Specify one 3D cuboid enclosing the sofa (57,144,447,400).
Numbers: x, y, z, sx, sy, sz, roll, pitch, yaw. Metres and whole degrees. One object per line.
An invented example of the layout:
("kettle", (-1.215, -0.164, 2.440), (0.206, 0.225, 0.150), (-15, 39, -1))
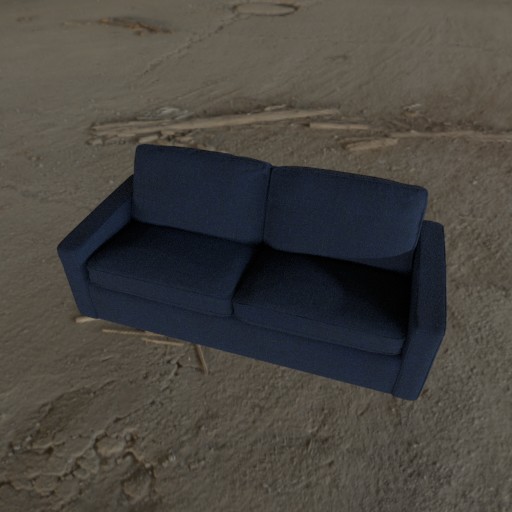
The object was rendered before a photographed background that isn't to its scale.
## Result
("sofa", (0.000, 0.000, 2.621), (2.080, 0.919, 0.940), (11, 42, 13))
